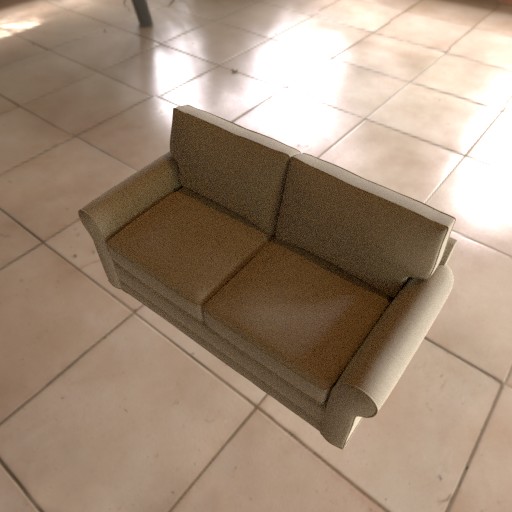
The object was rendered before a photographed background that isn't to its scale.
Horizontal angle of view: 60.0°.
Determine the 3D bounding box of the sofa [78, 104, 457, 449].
[{"bbox_3d":[0.000,0.000,2.281,1.774,0.933,0.861,30,54,24],"label":"sofa"}]
